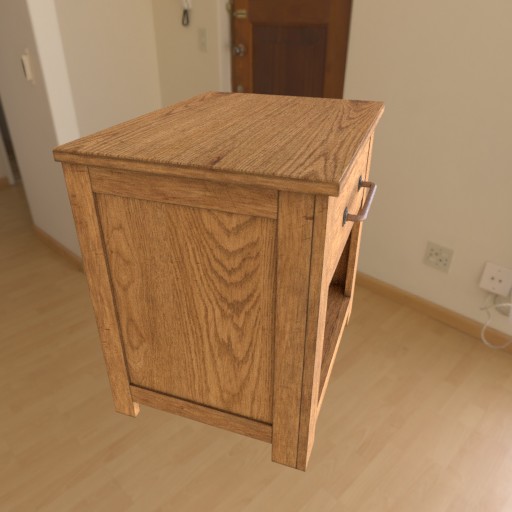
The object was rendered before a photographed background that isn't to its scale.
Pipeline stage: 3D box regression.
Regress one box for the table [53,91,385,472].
[{"bbox_3d":[0.000,0.000,1.046,0.494,0.625,0.601,10,31,17],"label":"table"}]
